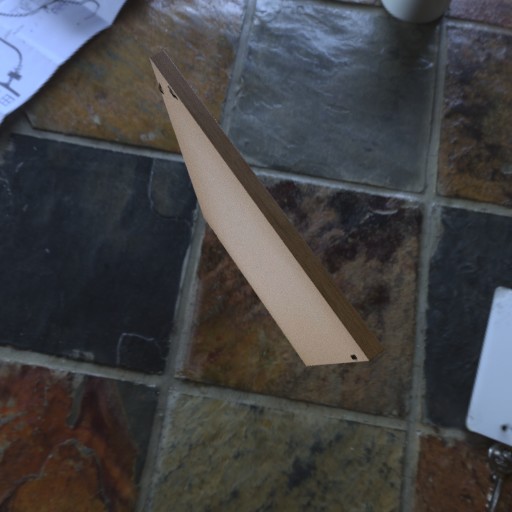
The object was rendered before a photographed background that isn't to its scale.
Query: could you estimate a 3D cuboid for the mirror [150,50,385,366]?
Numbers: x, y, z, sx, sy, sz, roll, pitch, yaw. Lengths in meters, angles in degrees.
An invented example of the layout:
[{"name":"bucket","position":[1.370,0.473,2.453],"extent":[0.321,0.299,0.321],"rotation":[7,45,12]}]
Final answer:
[{"name":"mirror","position":[0.000,0.000,1.361],"extent":[0.040,1.016,0.762],"rotation":[-33,78,-8]}]
